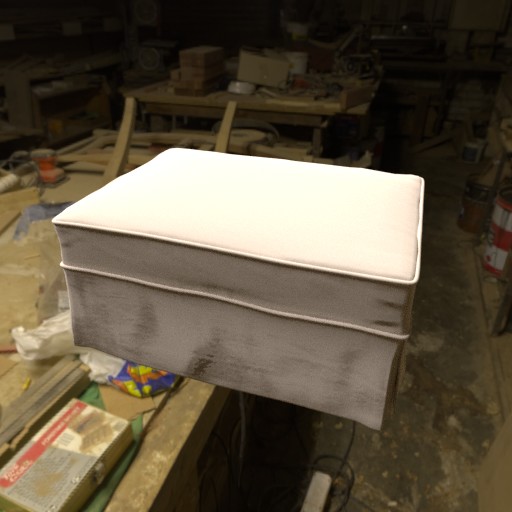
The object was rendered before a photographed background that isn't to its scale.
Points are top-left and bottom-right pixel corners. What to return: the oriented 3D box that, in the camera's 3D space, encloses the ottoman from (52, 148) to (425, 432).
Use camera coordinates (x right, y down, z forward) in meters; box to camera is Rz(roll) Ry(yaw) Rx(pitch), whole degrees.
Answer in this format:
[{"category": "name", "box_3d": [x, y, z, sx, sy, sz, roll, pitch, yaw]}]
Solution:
[{"category": "ottoman", "box_3d": [0.000, 0.000, 1.347, 0.944, 0.479, 0.703, 10, 32, 16]}]
